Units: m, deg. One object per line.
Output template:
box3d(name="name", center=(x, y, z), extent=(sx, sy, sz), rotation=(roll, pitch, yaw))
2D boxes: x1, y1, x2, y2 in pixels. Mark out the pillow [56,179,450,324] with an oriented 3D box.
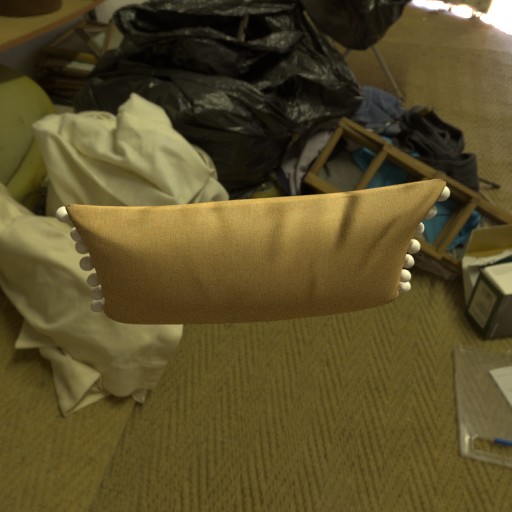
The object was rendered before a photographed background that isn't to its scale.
box3d(name="pillow", center=(0.000, 0.000, 0.864), extent=(0.709, 0.322, 0.201), rotation=(-3, 46, -3))
